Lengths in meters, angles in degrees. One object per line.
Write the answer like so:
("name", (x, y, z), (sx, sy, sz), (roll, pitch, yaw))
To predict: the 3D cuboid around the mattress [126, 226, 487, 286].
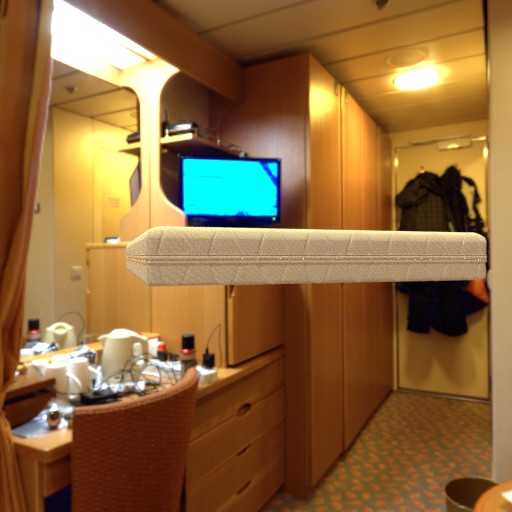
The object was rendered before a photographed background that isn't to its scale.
("mattress", (0.000, 0.000, 2.589), (1.400, 0.200, 2.000), (0, 0, -18))
